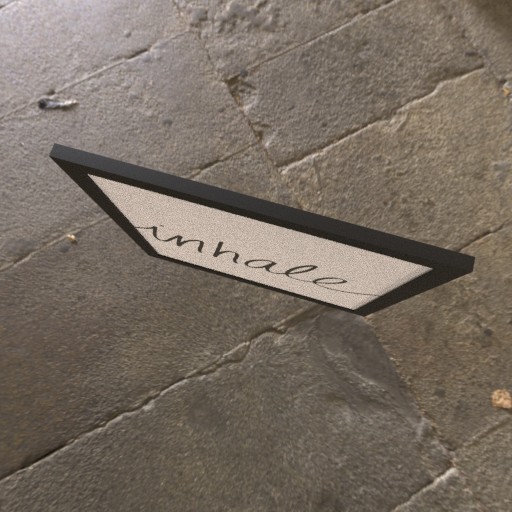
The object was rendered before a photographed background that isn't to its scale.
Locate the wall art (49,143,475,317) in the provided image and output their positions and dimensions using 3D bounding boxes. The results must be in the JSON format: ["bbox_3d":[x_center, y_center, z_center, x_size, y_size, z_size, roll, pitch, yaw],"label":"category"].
[{"bbox_3d":[0.000,0.000,0.532,0.356,0.356,0.013,16,77,4],"label":"wall art"}]
